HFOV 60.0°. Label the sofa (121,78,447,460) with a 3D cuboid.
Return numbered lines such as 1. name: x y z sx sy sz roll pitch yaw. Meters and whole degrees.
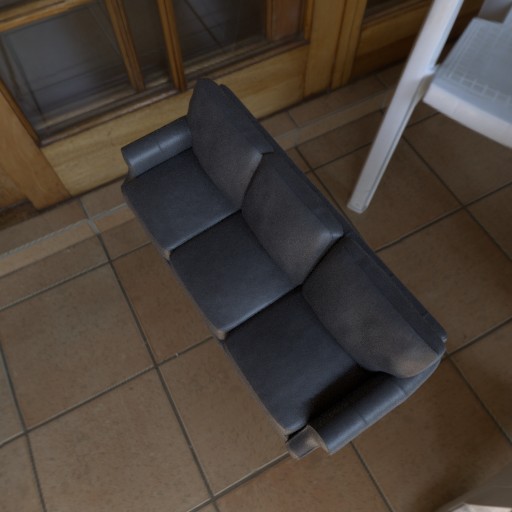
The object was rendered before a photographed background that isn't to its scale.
1. sofa: 0.000 0.000 2.842 0.974 0.977 2.387 -31 68 -14
